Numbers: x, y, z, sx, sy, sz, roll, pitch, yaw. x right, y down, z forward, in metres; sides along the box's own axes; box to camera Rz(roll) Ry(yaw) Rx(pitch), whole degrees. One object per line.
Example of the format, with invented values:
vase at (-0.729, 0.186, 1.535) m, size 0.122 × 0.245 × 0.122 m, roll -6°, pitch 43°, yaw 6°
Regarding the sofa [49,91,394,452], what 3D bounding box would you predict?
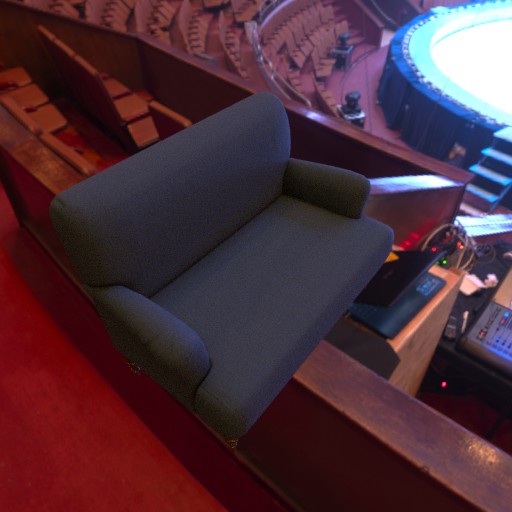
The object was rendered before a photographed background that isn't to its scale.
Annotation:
sofa at (0.000, 0.000, 1.849) m, size 0.779 × 0.889 × 1.297 m, roll 27°, pitch 48°, yaw 27°
